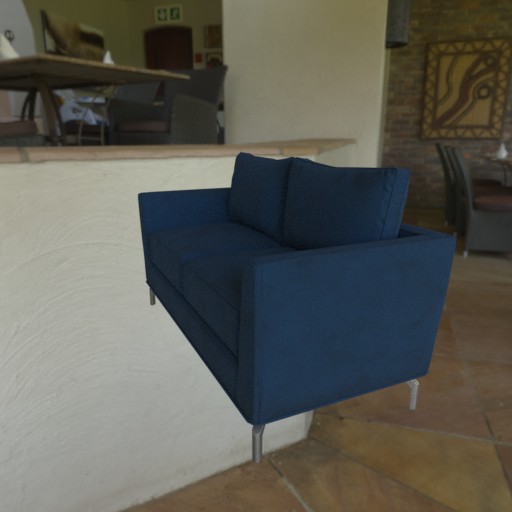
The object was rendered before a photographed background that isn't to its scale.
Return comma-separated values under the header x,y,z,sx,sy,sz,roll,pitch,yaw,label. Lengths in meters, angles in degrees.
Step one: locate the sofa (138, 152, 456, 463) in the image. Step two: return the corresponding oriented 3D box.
x,y,z,sx,sy,sz,roll,pitch,yaw,label
0.000,0.000,2.313,0.853,1.002,1.770,-7,17,-24,sofa
